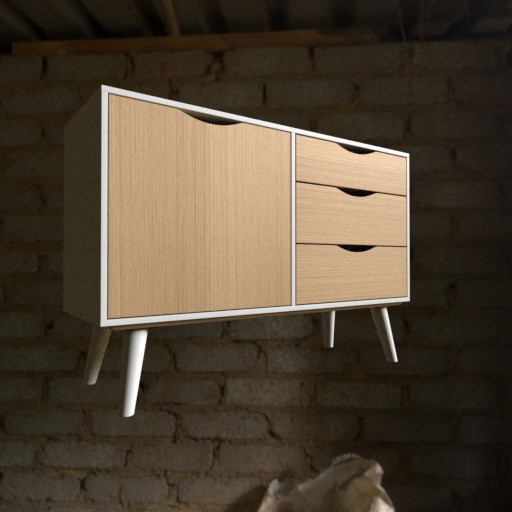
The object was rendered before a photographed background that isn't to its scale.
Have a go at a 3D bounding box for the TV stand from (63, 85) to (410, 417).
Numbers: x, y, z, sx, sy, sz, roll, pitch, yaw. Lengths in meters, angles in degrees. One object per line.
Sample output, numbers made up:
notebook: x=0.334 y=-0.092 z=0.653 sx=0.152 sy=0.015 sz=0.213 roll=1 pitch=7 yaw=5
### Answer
TV stand: x=0.000 y=0.000 z=1.569 sx=1.193 sy=0.812 sz=0.406 roll=0 pitch=-1 yaw=-35
